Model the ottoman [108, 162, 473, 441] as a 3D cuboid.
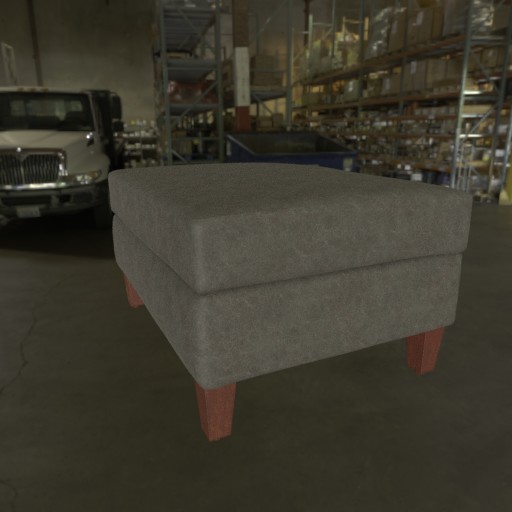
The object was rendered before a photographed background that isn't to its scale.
[{"bbox_3d":[0.000,0.000,1.206,0.639,0.464,0.839,-8,18,-25],"label":"ottoman"}]
